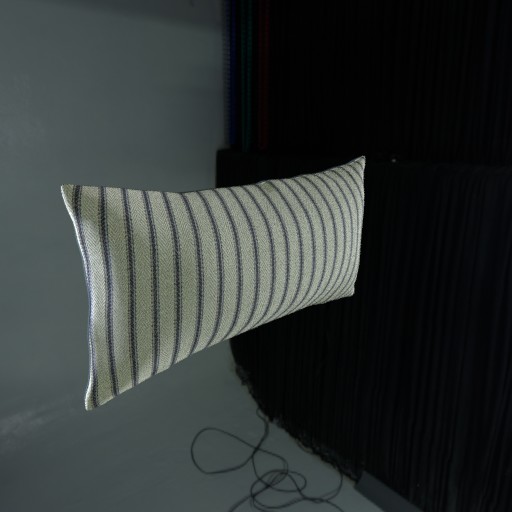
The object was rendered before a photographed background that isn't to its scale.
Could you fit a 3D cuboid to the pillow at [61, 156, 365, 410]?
[{"bbox_3d":[0.000,0.000,0.736,0.609,0.305,0.151,-14,21,-42],"label":"pillow"}]
